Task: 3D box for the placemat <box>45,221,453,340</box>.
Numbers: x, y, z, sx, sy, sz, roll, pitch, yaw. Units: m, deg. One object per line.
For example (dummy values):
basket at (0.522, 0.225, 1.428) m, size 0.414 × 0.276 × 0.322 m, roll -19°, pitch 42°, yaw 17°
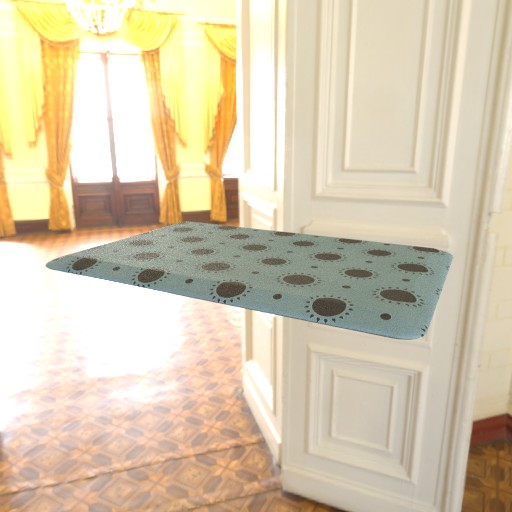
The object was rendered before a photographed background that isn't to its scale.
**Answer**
placemat at (0.000, 0.000, 0.967) m, size 0.762 × 0.021 × 0.508 m, roll 8°, pitch 17°, yaw 27°
